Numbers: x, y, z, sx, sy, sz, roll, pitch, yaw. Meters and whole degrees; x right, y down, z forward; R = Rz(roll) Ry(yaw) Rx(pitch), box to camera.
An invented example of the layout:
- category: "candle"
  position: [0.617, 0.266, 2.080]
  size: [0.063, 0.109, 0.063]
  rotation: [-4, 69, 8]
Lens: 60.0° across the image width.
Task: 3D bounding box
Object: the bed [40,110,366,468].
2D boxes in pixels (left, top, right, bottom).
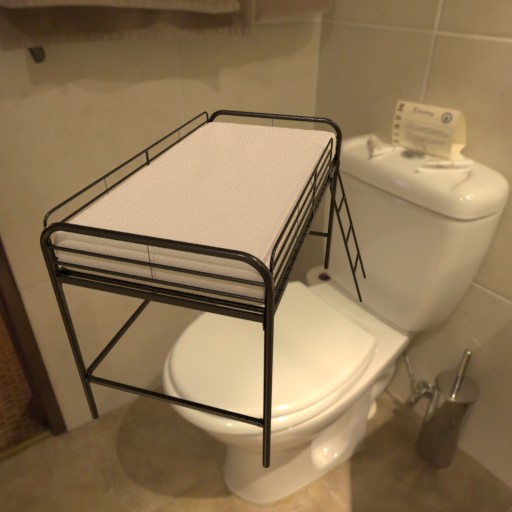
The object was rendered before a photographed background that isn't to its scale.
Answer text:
- category: "bed"
  position: [0.000, 0.000, 2.835]
  size: [1.393, 1.289, 1.968]
  rotation: [9, 33, 14]
